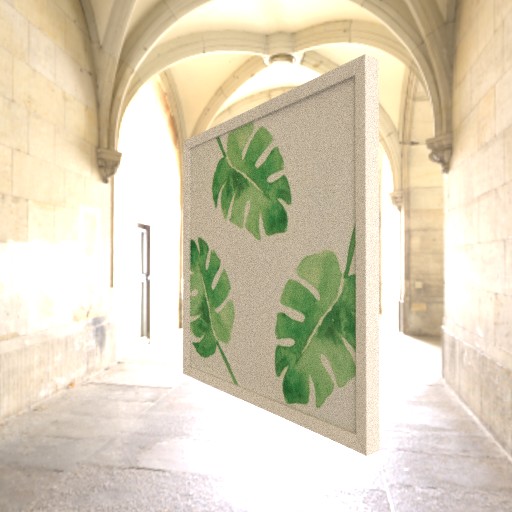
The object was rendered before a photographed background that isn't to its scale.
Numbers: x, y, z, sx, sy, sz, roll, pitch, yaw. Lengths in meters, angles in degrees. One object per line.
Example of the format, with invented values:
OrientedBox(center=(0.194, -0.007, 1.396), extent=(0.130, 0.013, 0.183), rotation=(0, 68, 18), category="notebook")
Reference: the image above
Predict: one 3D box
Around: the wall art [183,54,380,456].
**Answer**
OrientedBox(center=(0.000, 0.000, 1.158), extent=(0.040, 0.762, 0.762), rotation=(1, -1, -36), category="wall art")
